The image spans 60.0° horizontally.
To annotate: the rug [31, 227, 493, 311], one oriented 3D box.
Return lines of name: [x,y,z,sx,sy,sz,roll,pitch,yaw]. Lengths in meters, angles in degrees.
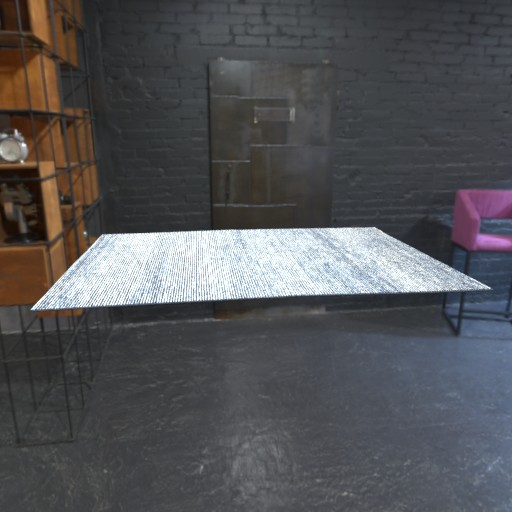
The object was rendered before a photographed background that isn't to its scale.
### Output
rug: [0.000,0.000,2.998,2.349,0.030,1.624,-2,16,-7]
